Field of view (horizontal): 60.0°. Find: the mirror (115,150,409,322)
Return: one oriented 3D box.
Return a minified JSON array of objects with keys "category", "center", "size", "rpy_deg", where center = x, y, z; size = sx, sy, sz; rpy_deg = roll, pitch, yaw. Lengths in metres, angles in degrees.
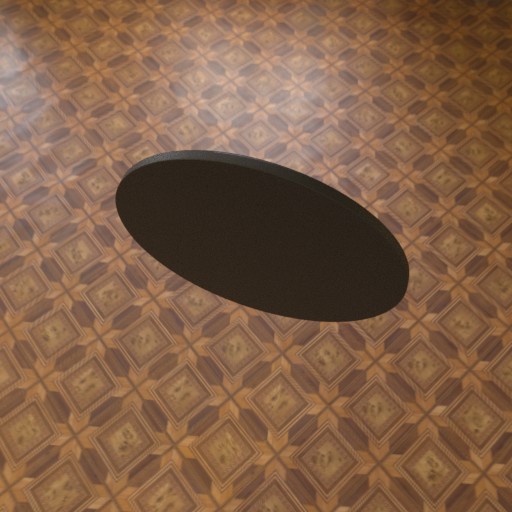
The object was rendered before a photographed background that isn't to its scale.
[{"category":"mirror","center":[0.000,0.000,1.636],"size":[1.077,1.077,0.036],"rpy_deg":[16,65,8]}]
